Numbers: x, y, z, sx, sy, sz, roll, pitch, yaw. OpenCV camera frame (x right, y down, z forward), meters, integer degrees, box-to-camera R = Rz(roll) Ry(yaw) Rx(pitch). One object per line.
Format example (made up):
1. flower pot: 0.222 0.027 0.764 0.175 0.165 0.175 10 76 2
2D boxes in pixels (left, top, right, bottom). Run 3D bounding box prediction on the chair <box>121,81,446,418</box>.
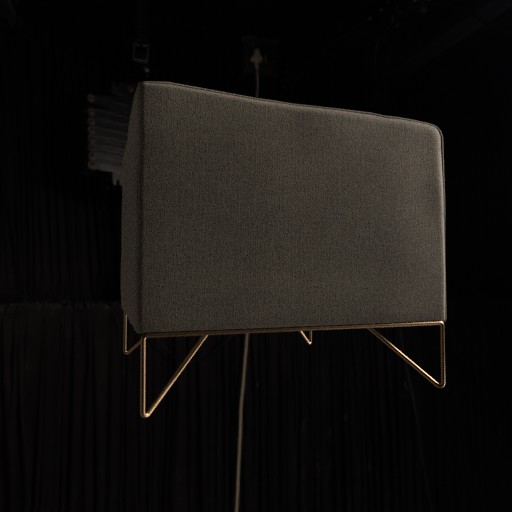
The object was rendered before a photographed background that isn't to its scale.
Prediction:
1. chair: 0.000 0.000 1.594 0.912 0.799 0.920 1 -3 -19
